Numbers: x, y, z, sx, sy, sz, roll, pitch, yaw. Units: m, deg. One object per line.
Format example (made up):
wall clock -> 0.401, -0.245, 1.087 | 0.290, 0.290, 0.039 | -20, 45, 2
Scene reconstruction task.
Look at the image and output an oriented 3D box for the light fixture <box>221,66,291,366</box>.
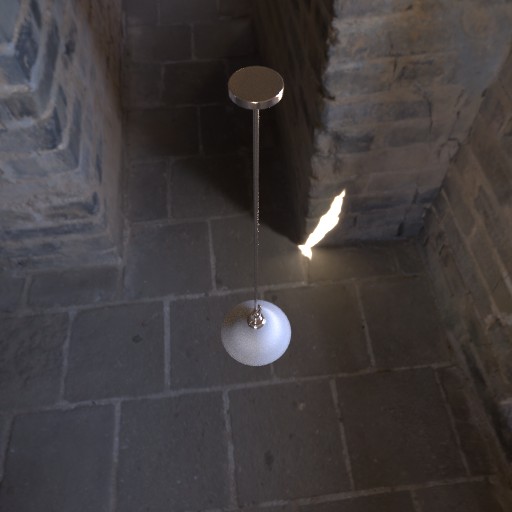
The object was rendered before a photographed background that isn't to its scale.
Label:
light fixture -> 0.000, 0.000, 1.481 | 0.324, 1.354, 0.324 | 33, 64, 18
